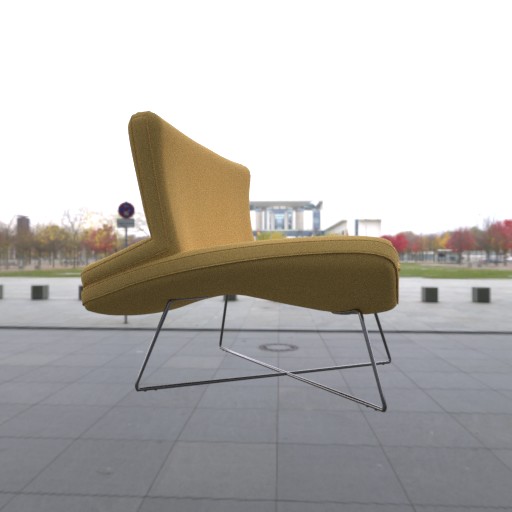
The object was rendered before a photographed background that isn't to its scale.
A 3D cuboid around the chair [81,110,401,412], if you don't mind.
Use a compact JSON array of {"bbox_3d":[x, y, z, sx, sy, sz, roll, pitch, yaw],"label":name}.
[{"bbox_3d":[0.000,0.000,1.622,1.008,0.855,0.859,0,0,18],"label":"chair"}]
